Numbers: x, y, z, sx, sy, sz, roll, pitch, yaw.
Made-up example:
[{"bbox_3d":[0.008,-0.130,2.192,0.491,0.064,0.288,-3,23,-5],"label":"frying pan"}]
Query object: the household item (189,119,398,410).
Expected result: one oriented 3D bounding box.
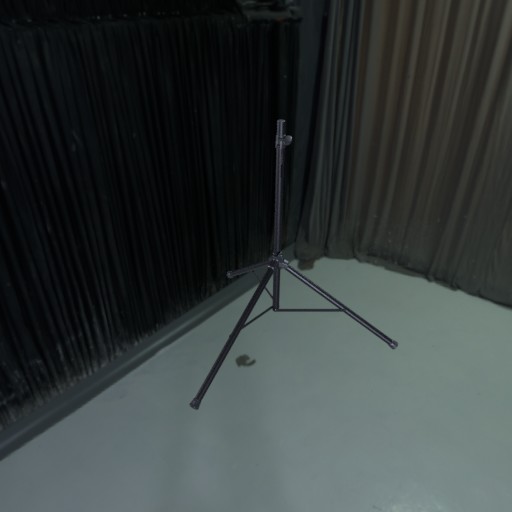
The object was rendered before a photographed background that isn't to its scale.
[{"bbox_3d":[0.000,0.000,2.790,1.596,1.595,1.339,22,37,32],"label":"household item"}]
